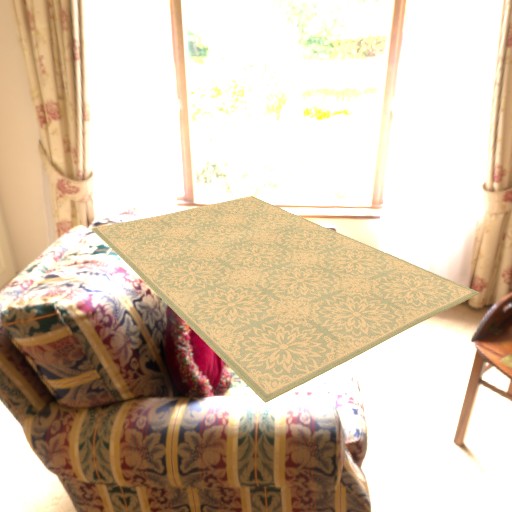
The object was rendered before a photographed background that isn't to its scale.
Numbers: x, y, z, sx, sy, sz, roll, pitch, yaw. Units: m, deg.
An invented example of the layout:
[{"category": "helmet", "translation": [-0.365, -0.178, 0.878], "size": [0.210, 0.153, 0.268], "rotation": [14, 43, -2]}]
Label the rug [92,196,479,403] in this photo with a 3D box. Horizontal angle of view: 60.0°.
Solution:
[{"category": "rug", "translation": [0.000, 0.000, 3.582], "size": [1.819, 0.018, 2.746], "rotation": [-16, 29, -31]}]
